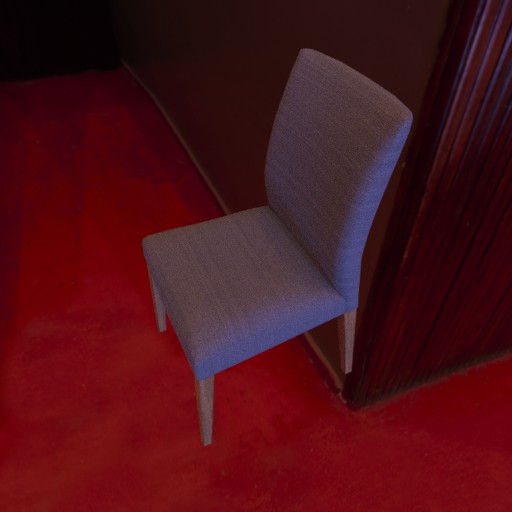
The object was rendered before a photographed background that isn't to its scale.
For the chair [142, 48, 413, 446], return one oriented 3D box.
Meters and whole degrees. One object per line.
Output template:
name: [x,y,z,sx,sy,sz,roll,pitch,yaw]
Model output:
chair: [0.000,0.000,1.266,0.585,0.940,0.496,-18,47,-18]
